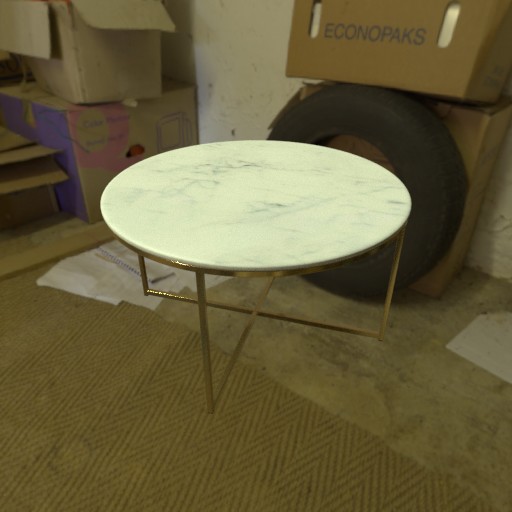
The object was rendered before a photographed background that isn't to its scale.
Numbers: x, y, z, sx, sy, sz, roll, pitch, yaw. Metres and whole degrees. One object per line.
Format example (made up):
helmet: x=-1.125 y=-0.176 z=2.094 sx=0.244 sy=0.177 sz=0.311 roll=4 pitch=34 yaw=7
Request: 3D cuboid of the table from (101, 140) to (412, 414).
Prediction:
table: x=0.000 y=0.000 z=1.305 sx=0.800 sy=0.450 sz=0.800 roll=0 pitch=32 yaw=0
